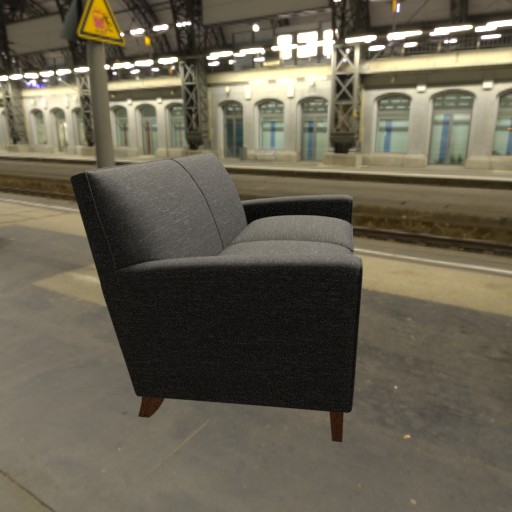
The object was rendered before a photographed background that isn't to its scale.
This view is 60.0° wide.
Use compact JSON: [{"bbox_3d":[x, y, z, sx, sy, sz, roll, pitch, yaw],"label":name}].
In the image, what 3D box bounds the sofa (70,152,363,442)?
[{"bbox_3d":[0.000,0.000,1.982,0.875,0.846,1.420,3,16,10],"label":"sofa"}]
